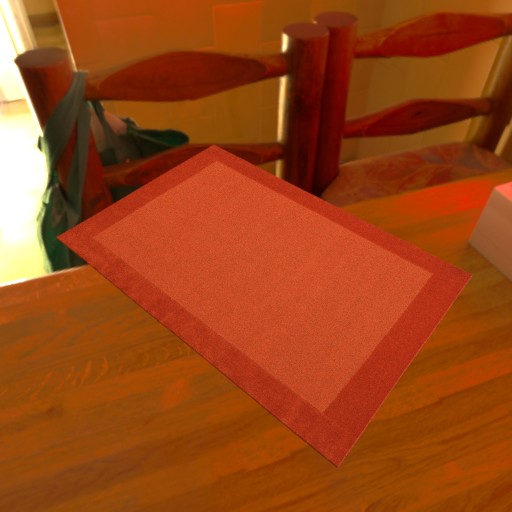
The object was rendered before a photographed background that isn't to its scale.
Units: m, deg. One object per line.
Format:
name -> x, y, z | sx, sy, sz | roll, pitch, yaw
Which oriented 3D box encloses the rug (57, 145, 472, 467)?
rug -> 0.000, 0.000, 2.328 | 1.829, 0.014, 1.219 | 32, 54, 27
